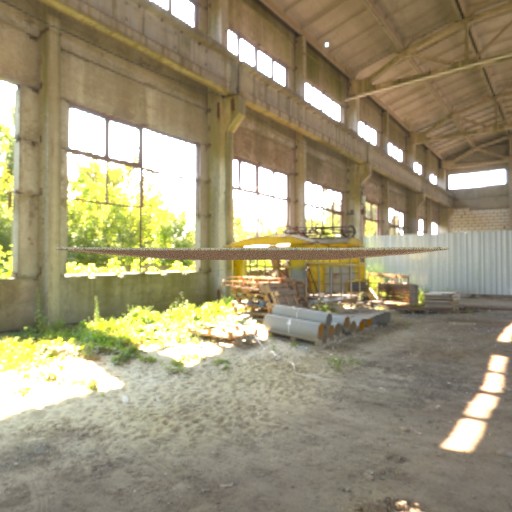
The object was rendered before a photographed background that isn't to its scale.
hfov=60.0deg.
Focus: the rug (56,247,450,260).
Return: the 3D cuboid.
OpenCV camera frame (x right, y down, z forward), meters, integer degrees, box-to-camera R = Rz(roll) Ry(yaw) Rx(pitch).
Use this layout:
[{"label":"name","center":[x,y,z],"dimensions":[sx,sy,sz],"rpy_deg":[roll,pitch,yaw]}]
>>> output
[{"label":"rug","center":[0.000,0.000,2.326],"dimensions":[1.250,0.015,1.850],"rpy_deg":[0,-1,1]}]
